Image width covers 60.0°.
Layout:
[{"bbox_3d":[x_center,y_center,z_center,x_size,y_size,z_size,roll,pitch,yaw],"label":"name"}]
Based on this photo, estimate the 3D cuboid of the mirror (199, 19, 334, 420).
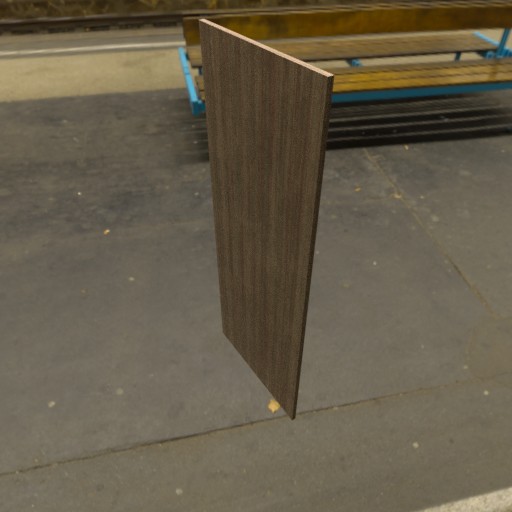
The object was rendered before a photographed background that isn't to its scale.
[{"bbox_3d":[0.000,0.000,2.263,0.025,2.032,0.812,-24,46,-25],"label":"mirror"}]
